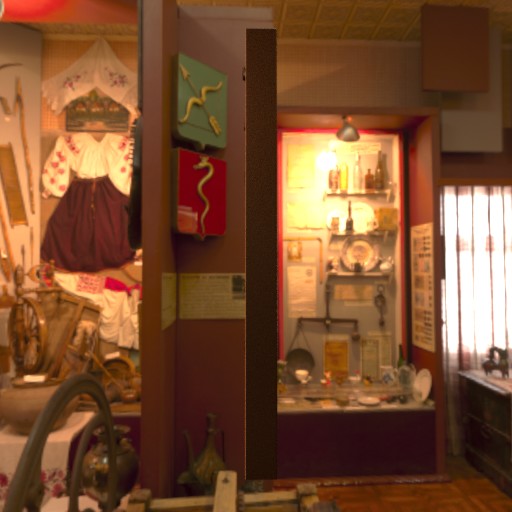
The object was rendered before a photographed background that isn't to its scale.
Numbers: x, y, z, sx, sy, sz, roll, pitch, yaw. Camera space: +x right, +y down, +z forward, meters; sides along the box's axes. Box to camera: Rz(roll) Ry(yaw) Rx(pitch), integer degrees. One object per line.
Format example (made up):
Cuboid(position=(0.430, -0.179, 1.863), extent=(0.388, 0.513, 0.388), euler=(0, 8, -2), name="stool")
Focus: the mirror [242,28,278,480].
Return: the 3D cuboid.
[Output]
Cuboid(position=(0.000, 0.000, 0.702), extent=(0.041, 0.509, 0.406), euler=(0, -2, -1), name="mirror")
